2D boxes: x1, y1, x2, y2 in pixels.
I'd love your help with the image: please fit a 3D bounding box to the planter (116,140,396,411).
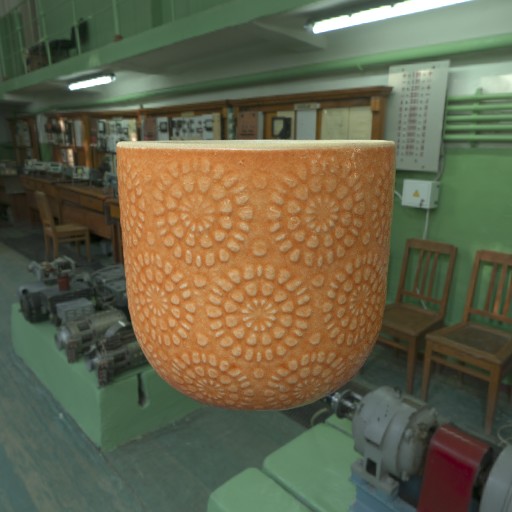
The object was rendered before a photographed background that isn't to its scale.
[{"bbox_3d":[0.000,0.000,0.288,0.170,0.152,0.170,0,15,0],"label":"planter"}]
